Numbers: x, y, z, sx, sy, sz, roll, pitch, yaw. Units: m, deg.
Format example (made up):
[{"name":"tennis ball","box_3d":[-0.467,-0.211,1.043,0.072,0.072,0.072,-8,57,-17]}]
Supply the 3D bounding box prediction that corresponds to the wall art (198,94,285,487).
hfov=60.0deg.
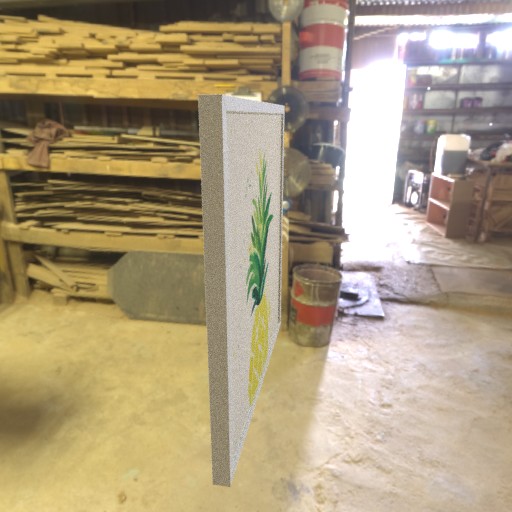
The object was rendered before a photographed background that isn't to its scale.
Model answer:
[{"name":"wall art","box_3d":[0.000,0.000,1.160,0.038,0.761,0.763,3,18,10]}]
